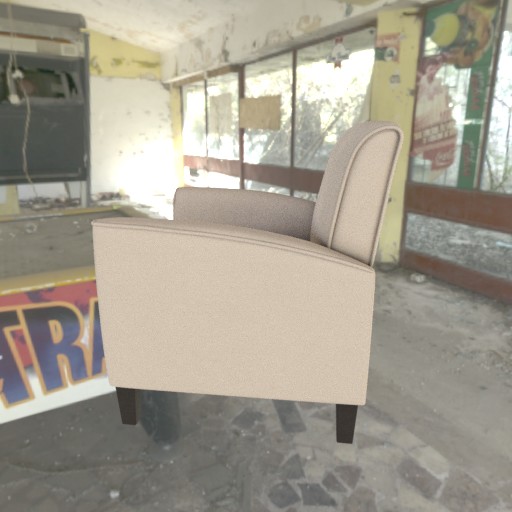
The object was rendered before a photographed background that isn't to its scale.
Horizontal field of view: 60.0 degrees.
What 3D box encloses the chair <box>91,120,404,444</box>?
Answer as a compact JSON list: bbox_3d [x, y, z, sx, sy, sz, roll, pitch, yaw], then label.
[{"bbox_3d":[0.000,0.000,1.576,0.820,0.915,0.820,2,16,7],"label":"chair"}]
